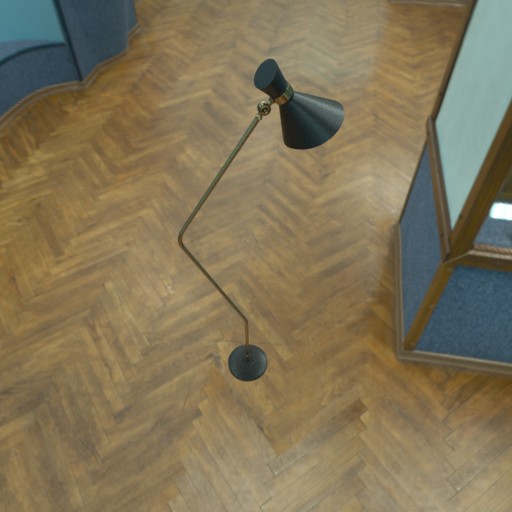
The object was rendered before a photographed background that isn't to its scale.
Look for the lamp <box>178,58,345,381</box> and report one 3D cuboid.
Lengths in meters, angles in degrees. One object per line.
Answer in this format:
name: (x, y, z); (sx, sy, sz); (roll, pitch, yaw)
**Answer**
lamp: (0.000, 0.000, 1.613); (0.467, 1.438, 0.277); (10, 48, 9)
